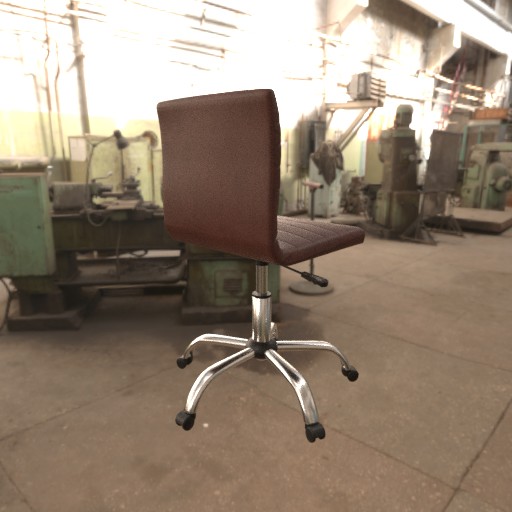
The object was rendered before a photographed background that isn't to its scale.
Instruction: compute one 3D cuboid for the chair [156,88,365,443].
[{"bbox_3d":[0.000,0.000,1.165,0.530,0.780,0.556,-13,19,-43],"label":"chair"}]
